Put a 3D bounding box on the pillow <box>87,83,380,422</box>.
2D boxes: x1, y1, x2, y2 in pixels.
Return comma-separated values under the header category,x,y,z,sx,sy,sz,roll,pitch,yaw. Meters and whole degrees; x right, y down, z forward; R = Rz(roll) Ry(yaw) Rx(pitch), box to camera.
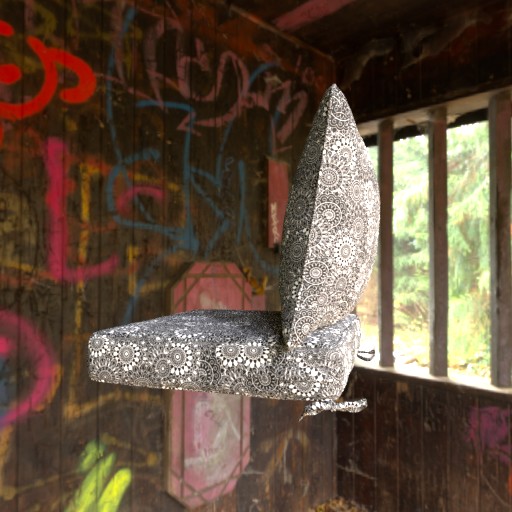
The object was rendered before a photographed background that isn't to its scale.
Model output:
category,x,y,z,sx,sy,sz,roll,pitch,yaw
pillow,0.000,0.000,1.368,0.740,0.722,0.798,0,-1,17
